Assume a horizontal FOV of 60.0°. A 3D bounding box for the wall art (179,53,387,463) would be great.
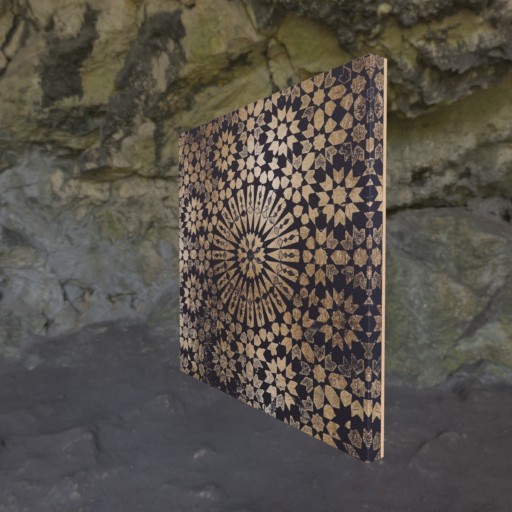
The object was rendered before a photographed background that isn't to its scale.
[{"bbox_3d":[0.000,0.000,0.912,0.038,0.612,0.612,-1,2,-37],"label":"wall art"}]
